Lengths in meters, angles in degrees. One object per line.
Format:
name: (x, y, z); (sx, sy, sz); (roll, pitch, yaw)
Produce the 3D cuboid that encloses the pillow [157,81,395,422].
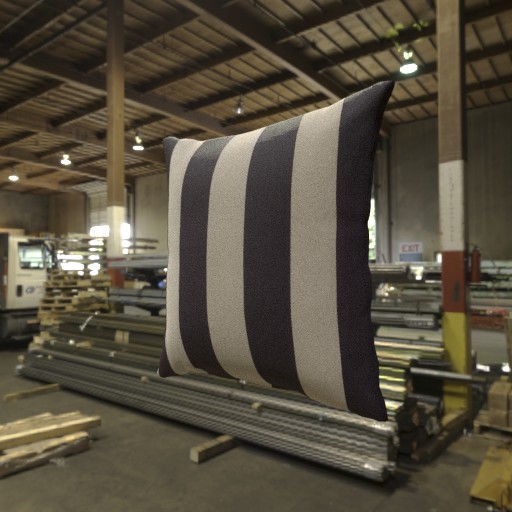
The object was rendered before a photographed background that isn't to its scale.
pillow: (0.000, 0.000, 0.829); (0.536, 0.526, 0.189); (-1, -1, 37)
